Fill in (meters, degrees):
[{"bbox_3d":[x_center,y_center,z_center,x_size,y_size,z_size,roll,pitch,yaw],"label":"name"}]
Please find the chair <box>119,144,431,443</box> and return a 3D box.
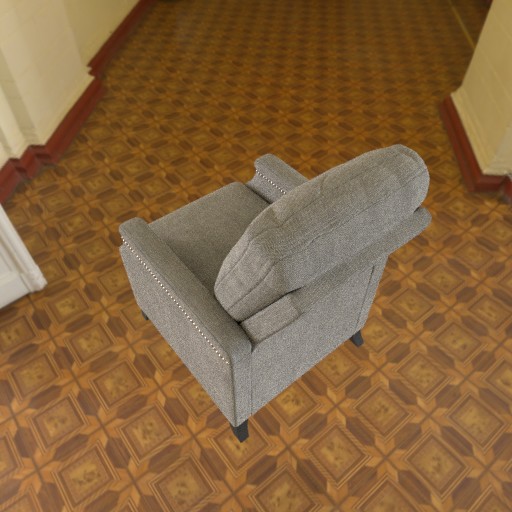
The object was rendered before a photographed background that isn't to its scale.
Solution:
[{"bbox_3d":[0.000,0.000,1.599,0.710,1.049,0.922,-31,55,-25],"label":"chair"}]
